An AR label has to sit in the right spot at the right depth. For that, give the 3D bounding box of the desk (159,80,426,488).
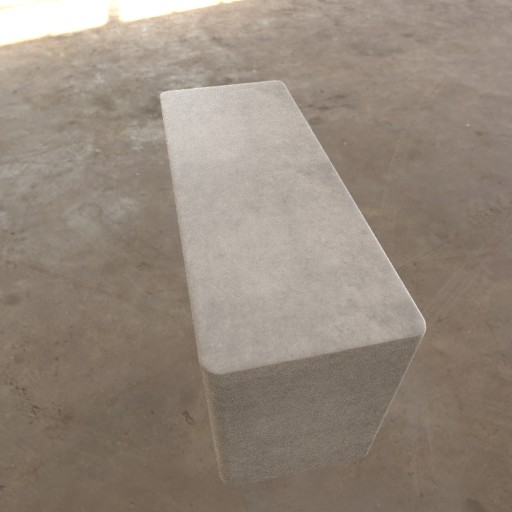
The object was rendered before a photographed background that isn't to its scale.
[{"bbox_3d":[0.000,0.000,1.748,0.550,0.755,1.400,-9,46,-9],"label":"desk"}]
